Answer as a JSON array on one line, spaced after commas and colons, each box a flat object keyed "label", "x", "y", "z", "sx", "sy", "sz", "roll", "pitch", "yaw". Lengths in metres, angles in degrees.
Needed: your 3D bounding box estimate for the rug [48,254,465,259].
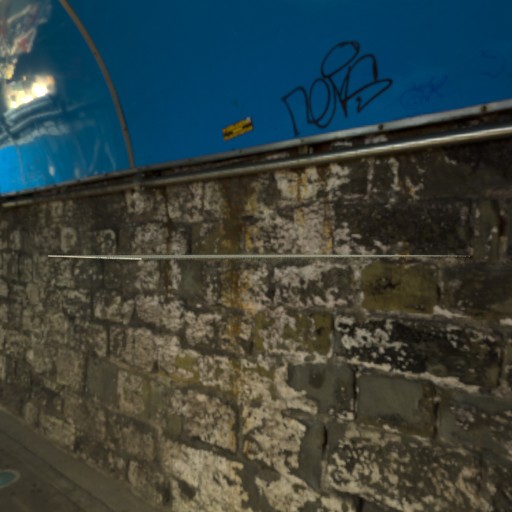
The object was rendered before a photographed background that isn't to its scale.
[{"label": "rug", "x": 0.000, "y": 0.000, "z": 4.223, "sx": 3.197, "sy": 0.006, "sz": 2.438, "roll": 0, "pitch": 1, "yaw": -35}]
